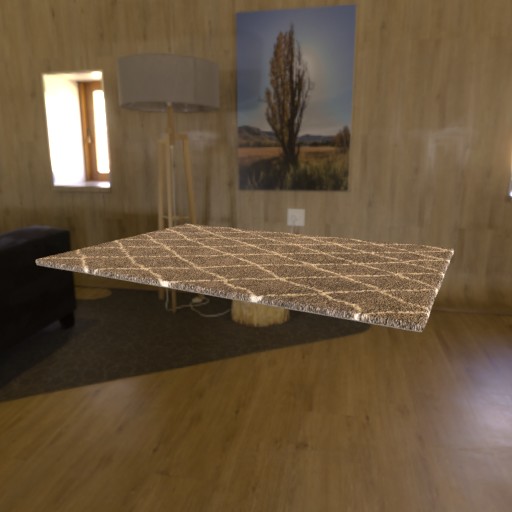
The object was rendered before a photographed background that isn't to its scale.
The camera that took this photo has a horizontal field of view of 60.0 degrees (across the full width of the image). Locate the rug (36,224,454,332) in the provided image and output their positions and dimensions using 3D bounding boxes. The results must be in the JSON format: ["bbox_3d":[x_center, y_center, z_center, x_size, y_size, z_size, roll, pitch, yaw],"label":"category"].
[{"bbox_3d":[0.000,0.000,2.263,1.778,0.030,1.219,7,15,27],"label":"rug"}]
